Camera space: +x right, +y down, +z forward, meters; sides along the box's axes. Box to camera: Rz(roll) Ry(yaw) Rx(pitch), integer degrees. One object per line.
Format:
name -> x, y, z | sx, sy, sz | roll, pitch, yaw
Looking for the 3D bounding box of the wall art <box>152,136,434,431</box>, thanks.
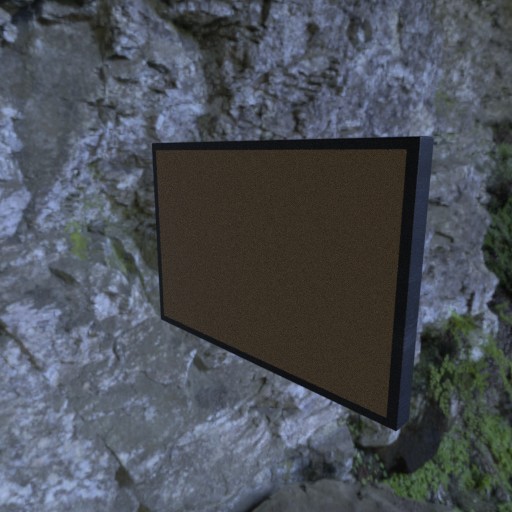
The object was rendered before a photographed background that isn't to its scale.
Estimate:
wall art -> 0.000, 0.000, 0.809 | 0.038, 0.409, 0.610 | -13, 18, -43
